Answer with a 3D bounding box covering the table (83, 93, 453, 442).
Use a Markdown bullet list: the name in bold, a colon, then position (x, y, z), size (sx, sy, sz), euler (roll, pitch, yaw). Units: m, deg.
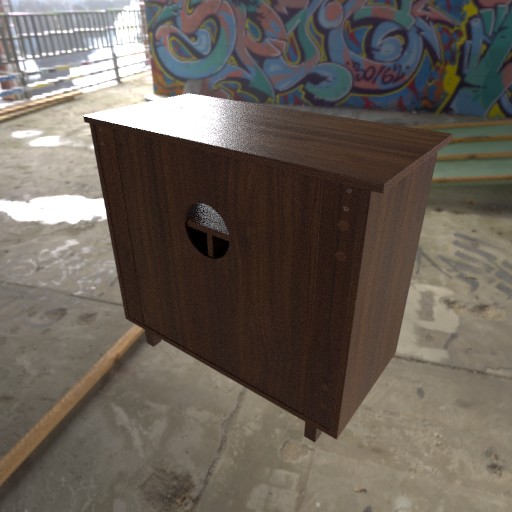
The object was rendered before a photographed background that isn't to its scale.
- **table**: position (0.000, 0.000, 1.233), size (0.802, 0.725, 0.390), euler (20, 36, 31)
